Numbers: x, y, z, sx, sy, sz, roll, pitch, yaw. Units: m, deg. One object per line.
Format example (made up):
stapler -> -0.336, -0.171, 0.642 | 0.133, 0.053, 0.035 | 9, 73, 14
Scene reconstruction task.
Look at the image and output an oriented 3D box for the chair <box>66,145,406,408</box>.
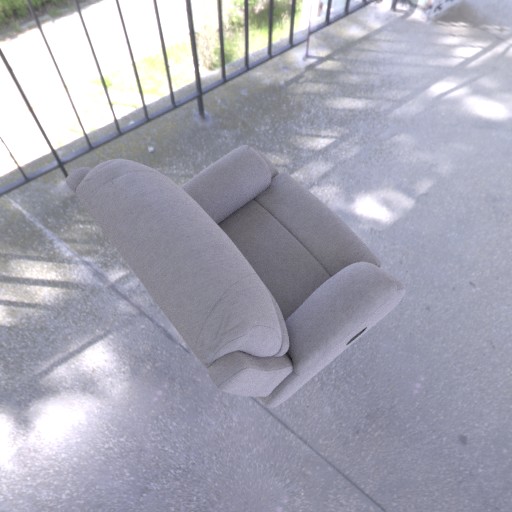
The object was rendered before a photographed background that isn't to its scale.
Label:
chair -> 0.000, 0.000, 1.732 | 0.899, 1.011, 0.930 | -34, 65, -18
